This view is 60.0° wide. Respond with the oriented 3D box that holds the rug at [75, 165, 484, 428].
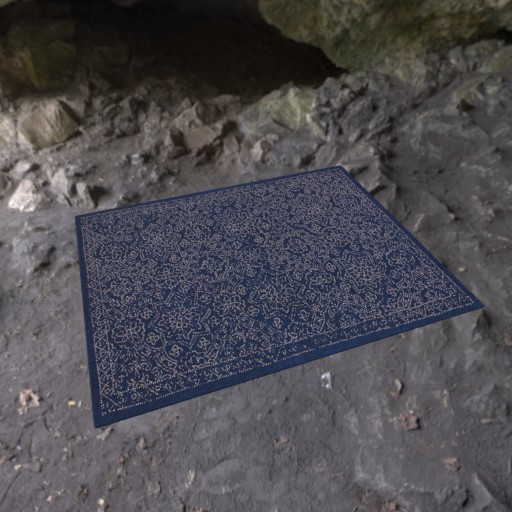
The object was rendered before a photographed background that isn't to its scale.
[{"bbox_3d":[0.000,0.000,4.044,3.048,0.010,2.438,-13,43,-15],"label":"rug"}]
